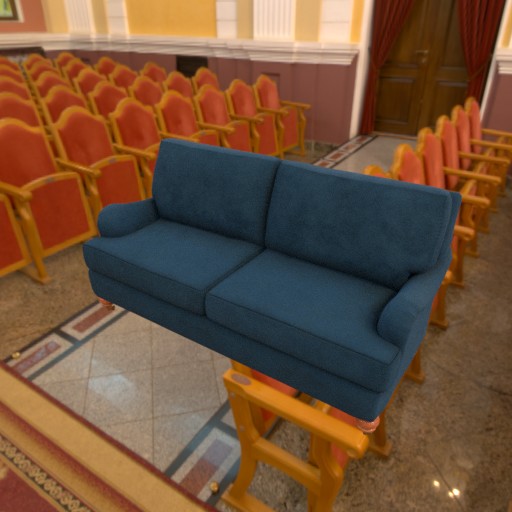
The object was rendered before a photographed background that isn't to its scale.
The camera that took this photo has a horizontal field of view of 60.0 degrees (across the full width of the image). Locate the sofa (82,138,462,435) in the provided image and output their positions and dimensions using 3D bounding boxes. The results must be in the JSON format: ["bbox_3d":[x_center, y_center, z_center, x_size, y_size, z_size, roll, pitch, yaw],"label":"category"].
[{"bbox_3d":[0.000,0.000,2.784,2.141,1.101,1.084,18,34,29],"label":"sofa"}]
